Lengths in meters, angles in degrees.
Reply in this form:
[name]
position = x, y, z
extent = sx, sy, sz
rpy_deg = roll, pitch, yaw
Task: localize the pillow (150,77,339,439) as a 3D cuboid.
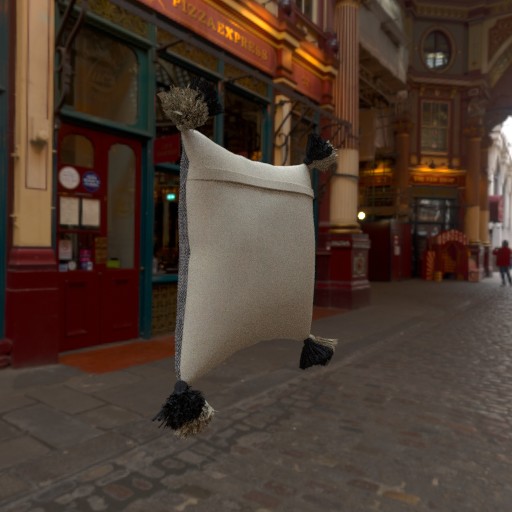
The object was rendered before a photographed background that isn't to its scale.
[pillow]
position = 0.000, 0.000, 1.011
extent = 0.170, 0.659, 0.654
rpy_deg = 1, 1, 36
